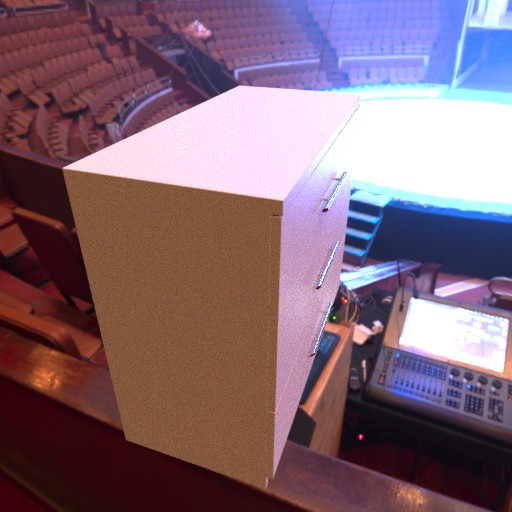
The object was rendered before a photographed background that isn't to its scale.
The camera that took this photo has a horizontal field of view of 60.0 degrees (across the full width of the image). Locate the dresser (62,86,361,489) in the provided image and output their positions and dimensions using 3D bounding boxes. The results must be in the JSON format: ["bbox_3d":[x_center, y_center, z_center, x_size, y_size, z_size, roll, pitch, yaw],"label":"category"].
[{"bbox_3d":[0.000,0.000,1.238,0.420,0.740,0.830,11,33,17],"label":"dresser"}]
